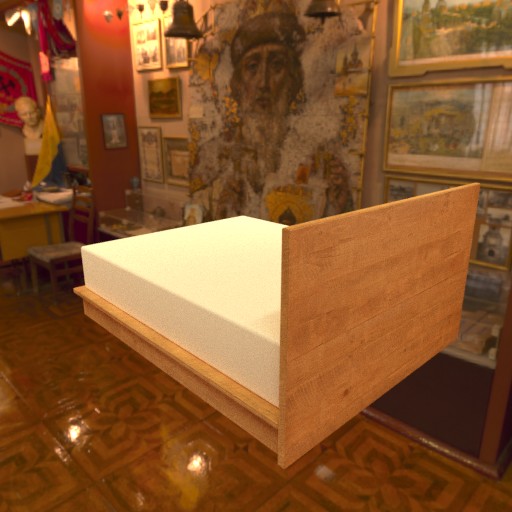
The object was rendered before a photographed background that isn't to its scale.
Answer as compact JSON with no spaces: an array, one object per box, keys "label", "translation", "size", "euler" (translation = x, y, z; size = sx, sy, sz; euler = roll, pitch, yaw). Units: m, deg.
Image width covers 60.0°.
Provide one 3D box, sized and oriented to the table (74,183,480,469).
[{"label":"table","translation":[0.000,0.000,3.017],"size":[1.707,1.041,2.149],"euler":[-16,23,-41]}]
